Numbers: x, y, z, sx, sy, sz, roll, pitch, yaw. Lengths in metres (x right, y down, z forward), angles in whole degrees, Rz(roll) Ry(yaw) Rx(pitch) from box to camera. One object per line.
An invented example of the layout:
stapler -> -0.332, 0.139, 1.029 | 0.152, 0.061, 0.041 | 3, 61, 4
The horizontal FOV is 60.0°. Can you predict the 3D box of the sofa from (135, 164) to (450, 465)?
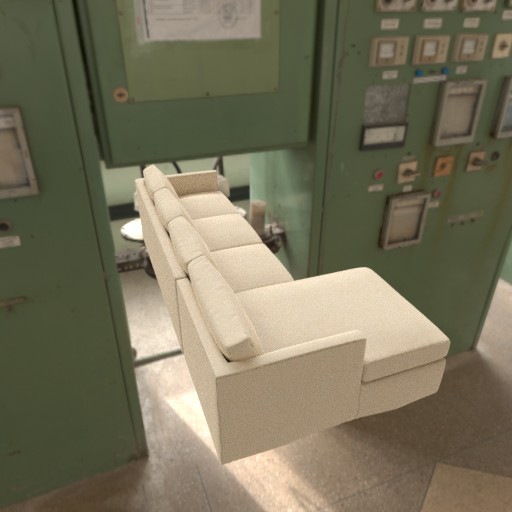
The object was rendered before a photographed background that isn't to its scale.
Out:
sofa -> 0.000, 0.000, 3.951 | 1.650, 0.922, 3.205 | -11, 32, -18
